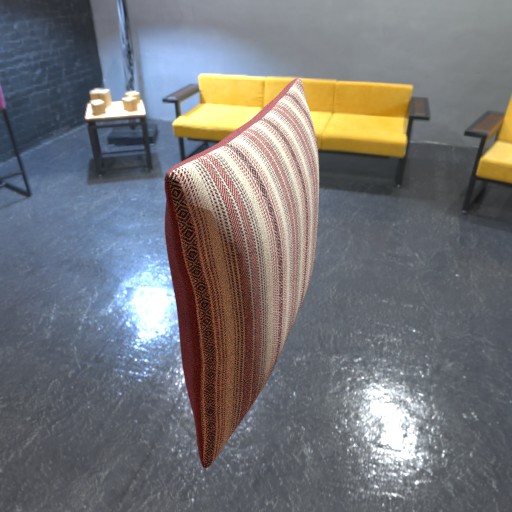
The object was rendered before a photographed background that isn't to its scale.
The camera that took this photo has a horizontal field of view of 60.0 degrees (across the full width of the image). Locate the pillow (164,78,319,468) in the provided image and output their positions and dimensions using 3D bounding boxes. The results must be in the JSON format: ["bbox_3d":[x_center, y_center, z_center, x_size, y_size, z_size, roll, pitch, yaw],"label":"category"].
[{"bbox_3d":[0.000,0.000,0.775,0.166,0.497,0.513,11,34,16],"label":"pillow"}]
